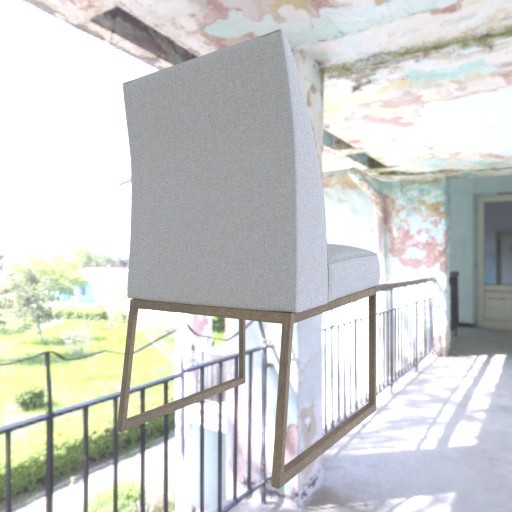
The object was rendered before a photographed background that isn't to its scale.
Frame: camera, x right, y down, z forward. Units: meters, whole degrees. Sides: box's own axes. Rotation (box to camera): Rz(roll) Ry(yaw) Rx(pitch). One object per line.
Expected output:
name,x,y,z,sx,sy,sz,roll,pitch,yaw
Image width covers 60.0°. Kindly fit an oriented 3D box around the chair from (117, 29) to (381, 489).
chair,0.000,0.000,1.170,0.508,0.863,0.522,0,0,35
